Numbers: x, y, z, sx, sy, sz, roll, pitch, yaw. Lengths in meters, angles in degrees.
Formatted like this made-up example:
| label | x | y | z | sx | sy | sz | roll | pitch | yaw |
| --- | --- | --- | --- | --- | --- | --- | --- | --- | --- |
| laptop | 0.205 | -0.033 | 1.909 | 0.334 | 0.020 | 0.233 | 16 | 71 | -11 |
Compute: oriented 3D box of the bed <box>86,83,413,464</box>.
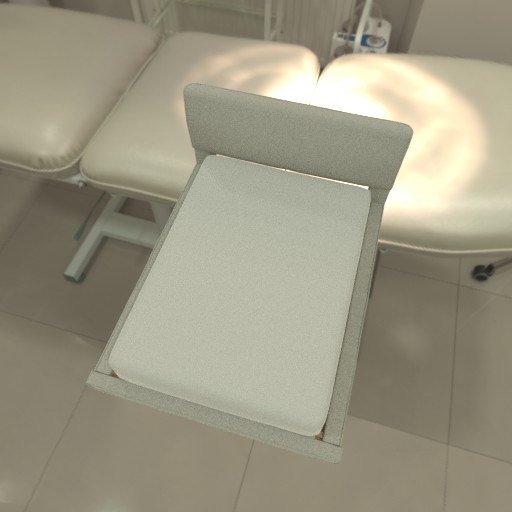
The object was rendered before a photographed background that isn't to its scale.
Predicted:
| label | x | y | z | sx | sy | sz | roll | pitch | yaw |
| --- | --- | --- | --- | --- | --- | --- | --- | --- | --- |
| bed | 0.000 | 0.000 | 3.347 | 1.840 | 1.067 | 2.368 | 14 | 59 | 9 |
